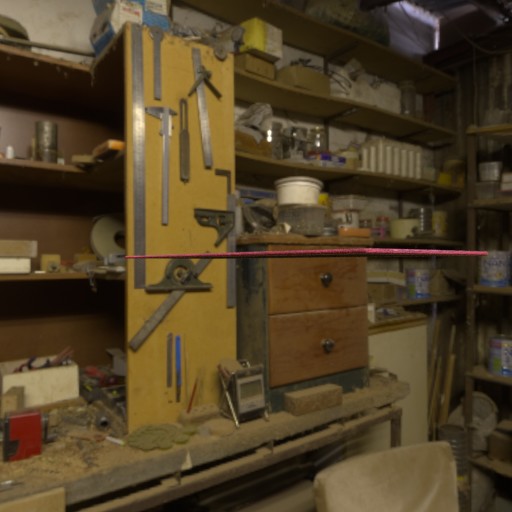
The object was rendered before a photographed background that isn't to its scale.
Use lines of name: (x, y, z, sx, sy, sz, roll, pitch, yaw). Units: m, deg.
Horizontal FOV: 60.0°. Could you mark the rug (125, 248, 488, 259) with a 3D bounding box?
rug: (0.000, 0.000, 2.734, 0.813, 0.018, 2.439, 1, -1, -35)
